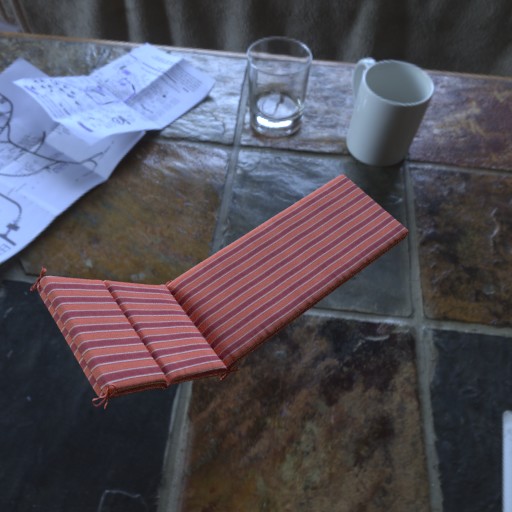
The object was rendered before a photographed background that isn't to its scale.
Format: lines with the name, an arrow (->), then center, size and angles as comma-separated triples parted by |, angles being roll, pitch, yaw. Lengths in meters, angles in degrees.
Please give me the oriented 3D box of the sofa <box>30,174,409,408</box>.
sofa -> 0.000, 0.000, 1.977 | 1.663, 0.622, 0.582 | -33, 64, -19
